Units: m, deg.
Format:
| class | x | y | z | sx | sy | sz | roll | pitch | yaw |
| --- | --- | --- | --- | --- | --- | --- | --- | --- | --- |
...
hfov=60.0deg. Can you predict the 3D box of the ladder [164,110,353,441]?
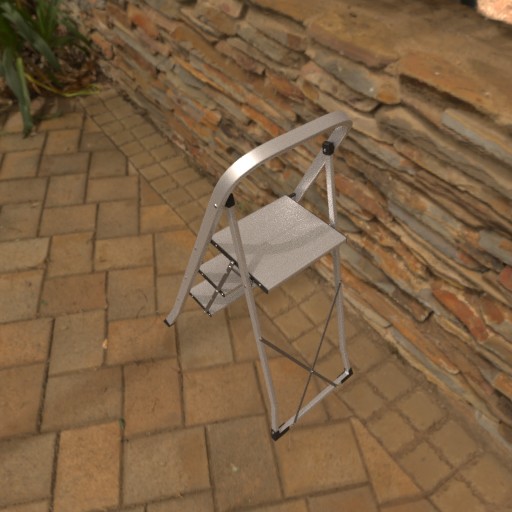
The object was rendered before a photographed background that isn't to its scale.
| class | x | y | z | sx | sy | sz | roll | pitch | yaw |
| --- | --- | --- | --- | --- | --- | --- | --- | --- | --- |
| ladder | 0.000 | 0.000 | 1.463 | 0.465 | 1.070 | 0.704 | -31 | 54 | -27 |
